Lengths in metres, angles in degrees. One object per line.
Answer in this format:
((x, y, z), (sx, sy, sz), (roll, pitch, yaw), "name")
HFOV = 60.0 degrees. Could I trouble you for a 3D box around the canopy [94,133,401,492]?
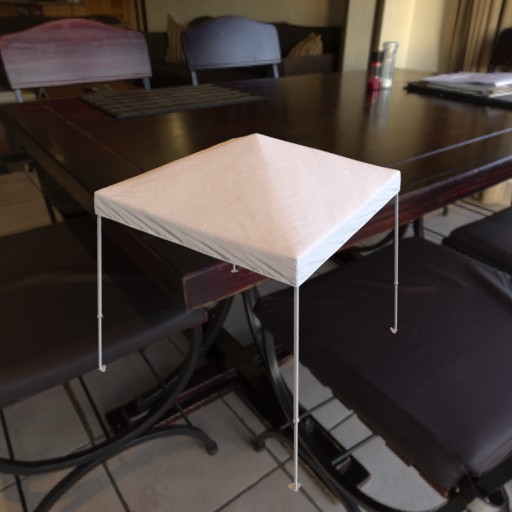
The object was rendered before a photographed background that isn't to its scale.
((0.000, 0.000, 5.171), (2.849, 2.849, 2.848), (19, 35, 29), "canopy")
